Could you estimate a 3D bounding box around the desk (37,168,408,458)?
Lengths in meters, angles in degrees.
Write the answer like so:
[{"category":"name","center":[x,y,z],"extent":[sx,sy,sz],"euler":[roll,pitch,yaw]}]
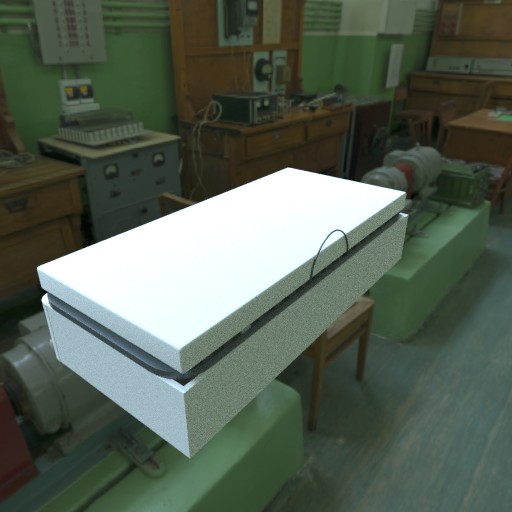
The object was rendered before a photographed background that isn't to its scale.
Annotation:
[{"category":"desk","center":[0.000,0.000,2.326],"extent":[0.900,0.526,1.900],"euler":[20,33,33]}]
